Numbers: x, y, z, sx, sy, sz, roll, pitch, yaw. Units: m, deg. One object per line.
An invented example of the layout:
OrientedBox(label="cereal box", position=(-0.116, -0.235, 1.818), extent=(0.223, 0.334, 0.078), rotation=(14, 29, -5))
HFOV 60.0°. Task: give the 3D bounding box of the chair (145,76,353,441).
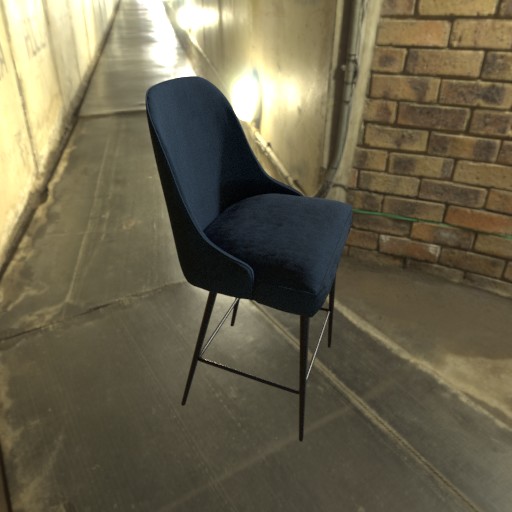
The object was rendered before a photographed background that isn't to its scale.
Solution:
OrientedBox(label="chair", position=(0.000, 0.000, 1.281), extent=(0.489, 0.927, 0.526), rotation=(10, 32, 17))
